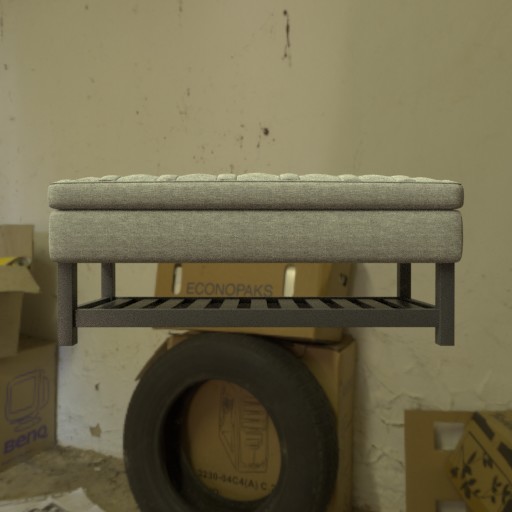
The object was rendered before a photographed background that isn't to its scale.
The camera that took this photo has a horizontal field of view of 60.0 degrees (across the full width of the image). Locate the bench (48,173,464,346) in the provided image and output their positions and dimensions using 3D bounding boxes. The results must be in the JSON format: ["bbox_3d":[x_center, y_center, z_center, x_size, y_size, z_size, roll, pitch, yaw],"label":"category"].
[{"bbox_3d":[0.000,0.000,1.347,1.100,0.470,0.429,0,0,0],"label":"bench"}]
